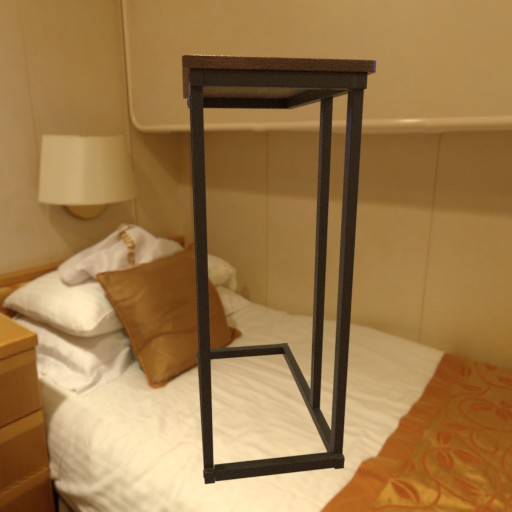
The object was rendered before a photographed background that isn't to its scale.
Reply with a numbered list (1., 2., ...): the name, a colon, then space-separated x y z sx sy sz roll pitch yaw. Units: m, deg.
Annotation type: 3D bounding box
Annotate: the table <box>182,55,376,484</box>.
1. table: 0.000 0.000 0.856 0.254 0.637 0.450 -2 15 -9
